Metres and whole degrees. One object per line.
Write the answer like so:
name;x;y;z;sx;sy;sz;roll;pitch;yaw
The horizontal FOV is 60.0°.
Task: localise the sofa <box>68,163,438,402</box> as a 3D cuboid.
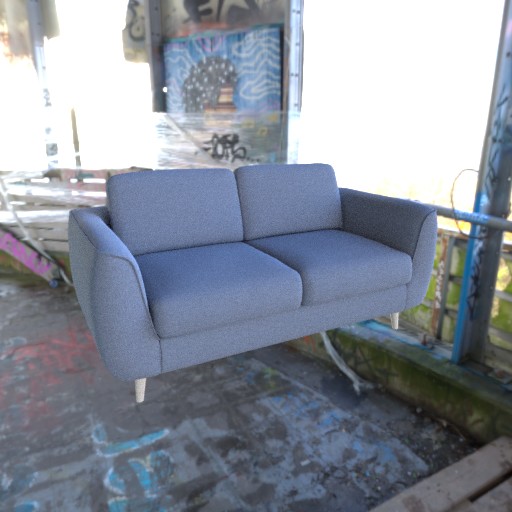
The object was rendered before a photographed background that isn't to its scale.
sofa;0.000;0.000;2.245;1.700;0.850;0.920;-9;19;-27
